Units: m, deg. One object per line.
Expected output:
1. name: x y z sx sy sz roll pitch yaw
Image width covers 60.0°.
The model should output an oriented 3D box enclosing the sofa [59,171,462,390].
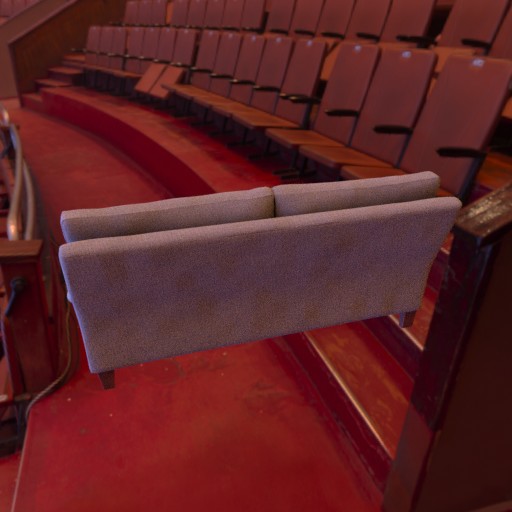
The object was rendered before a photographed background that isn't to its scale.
1. sofa: 0.000 0.000 2.850 2.193 1.096 1.069 -8 28 -15
